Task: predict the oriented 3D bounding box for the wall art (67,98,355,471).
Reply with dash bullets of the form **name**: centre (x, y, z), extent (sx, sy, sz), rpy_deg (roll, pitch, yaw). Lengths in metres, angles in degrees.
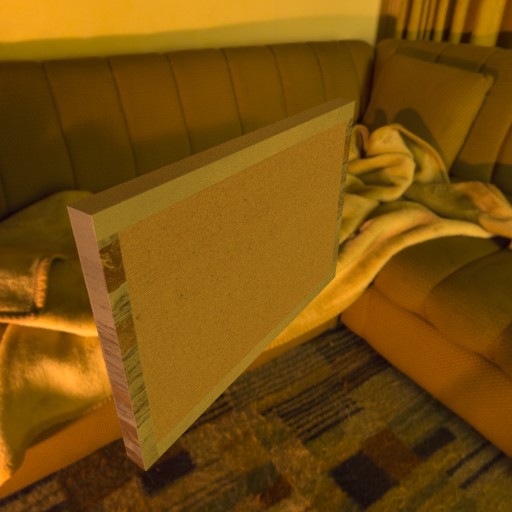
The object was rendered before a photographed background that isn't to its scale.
- **wall art**: centre (0.000, 0.000, 0.751), extent (0.041, 0.407, 0.606), rpy_deg (20, 37, 29)
